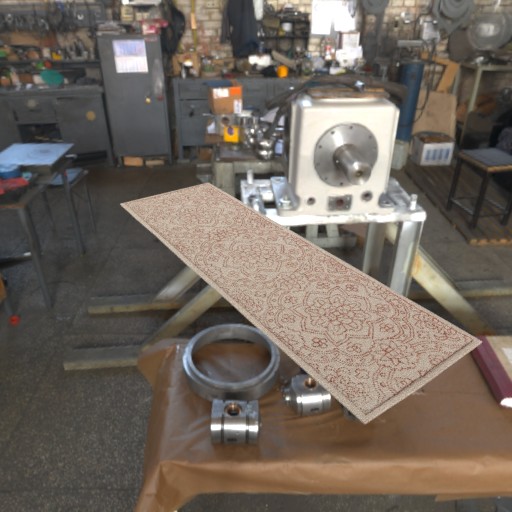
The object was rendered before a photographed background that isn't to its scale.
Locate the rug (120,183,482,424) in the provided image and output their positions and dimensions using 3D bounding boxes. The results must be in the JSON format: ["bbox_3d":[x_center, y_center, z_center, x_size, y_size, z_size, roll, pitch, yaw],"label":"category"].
[{"bbox_3d":[0.000,0.000,2.656,0.769,0.012,2.448,-20,36,-30],"label":"rug"}]
